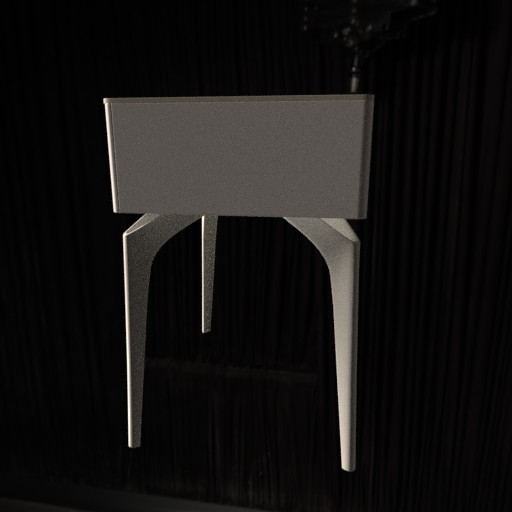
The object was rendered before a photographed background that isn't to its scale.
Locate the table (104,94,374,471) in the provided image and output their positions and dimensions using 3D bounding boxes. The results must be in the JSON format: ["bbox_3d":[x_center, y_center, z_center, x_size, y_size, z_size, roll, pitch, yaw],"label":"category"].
[{"bbox_3d":[0.000,0.000,0.903,0.400,0.570,0.500,2,15,9],"label":"table"}]
